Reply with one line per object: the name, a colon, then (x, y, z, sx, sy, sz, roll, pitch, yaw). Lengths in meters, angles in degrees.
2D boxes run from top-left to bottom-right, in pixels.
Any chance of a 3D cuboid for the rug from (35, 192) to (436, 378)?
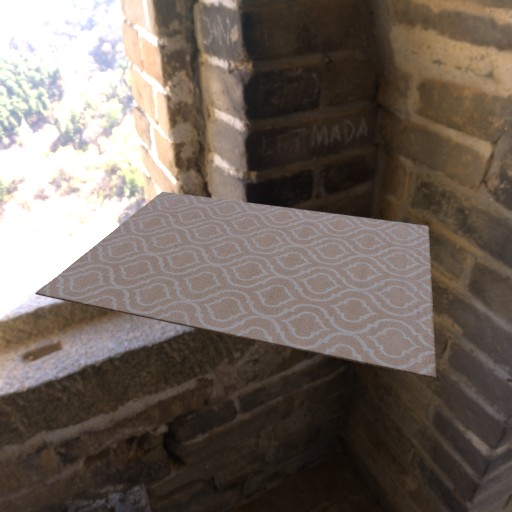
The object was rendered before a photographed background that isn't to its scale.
rug: (0.000, 0.000, 2.844, 2.134, 0.010, 1.524, 9, 32, 15)
